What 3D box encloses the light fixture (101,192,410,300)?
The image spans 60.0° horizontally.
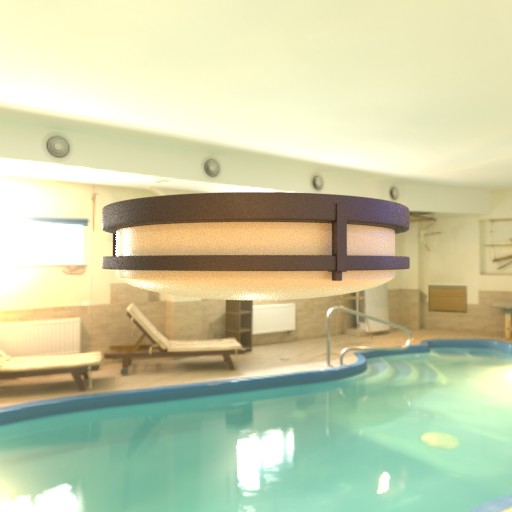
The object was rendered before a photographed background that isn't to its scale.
[{"bbox_3d":[0.000,0.000,0.540,0.356,0.102,0.356,0,-1,0],"label":"light fixture"}]
